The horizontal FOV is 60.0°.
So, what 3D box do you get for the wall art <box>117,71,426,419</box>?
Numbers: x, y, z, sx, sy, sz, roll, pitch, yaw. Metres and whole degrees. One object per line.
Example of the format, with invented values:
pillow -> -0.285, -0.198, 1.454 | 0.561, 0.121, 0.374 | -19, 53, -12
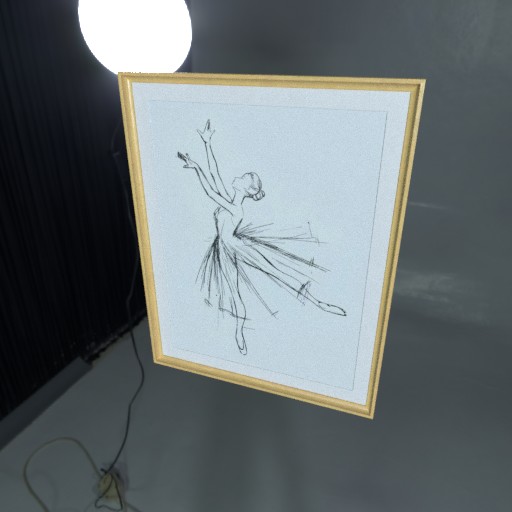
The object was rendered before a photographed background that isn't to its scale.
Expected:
wall art -> 0.000, 0.000, 1.320 | 0.798, 1.002, 0.030 | 9, 27, 18
